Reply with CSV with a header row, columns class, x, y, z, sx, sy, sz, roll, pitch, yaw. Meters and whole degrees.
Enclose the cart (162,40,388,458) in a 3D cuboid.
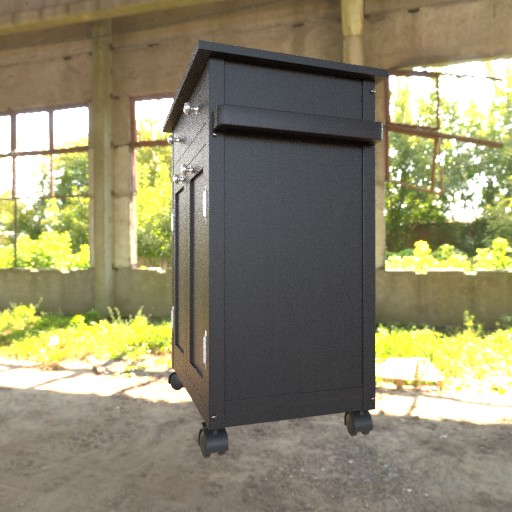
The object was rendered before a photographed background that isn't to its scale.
class,x,y,z,sx,sy,sz,roll,pitch,yaw
cart,0.000,0.000,1.265,0.456,0.879,0.660,0,0,-19
